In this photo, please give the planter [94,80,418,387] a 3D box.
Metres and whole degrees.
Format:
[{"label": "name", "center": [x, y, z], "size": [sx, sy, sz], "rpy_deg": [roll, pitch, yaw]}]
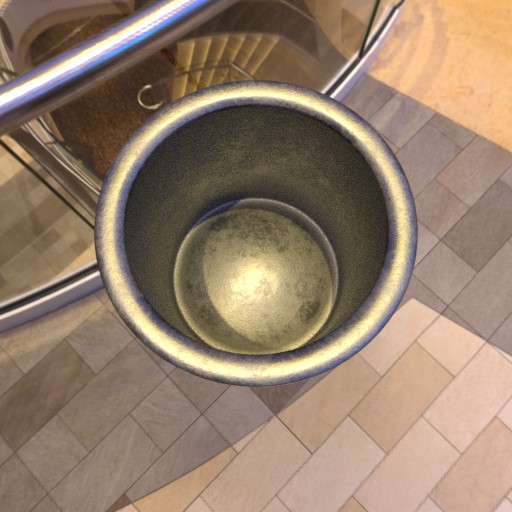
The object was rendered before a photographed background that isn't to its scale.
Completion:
[{"label": "planter", "center": [0.000, 0.000, 0.221], "size": [0.125, 0.112, 0.125], "rpy_deg": [0, 75, 0]}]
